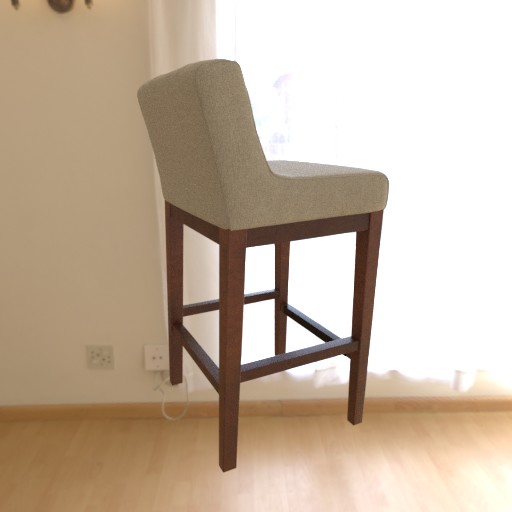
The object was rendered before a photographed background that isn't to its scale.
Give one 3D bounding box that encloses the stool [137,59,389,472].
[{"bbox_3d":[0.000,0.000,1.232,0.500,0.937,0.511,-8,18,-26],"label":"stool"}]
